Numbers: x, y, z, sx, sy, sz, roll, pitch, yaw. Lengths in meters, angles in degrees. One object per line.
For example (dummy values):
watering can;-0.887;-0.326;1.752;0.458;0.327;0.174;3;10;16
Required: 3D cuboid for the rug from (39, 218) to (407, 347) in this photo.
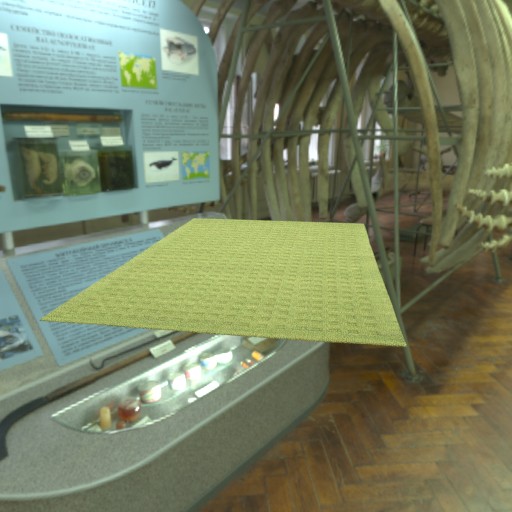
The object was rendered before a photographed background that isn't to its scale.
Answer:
rug;0.000;0.000;2.875;1.529;0.007;2.297;3;16;9
